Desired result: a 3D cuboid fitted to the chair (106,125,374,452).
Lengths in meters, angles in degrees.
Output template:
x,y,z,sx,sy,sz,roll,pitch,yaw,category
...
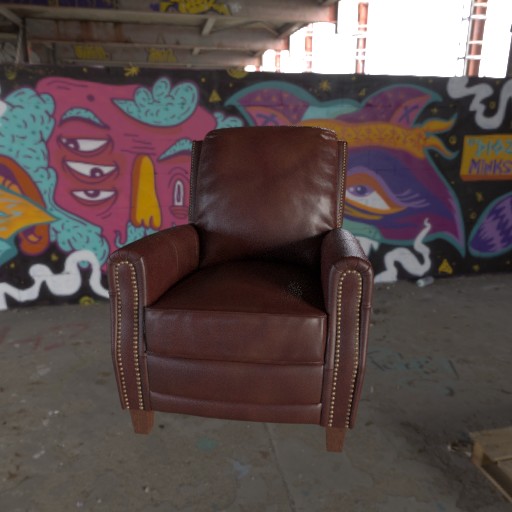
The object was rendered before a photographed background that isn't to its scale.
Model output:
x,y,z,sx,sy,sz,roll,pitch,yaw,category
0.000,0.000,1.789,0.826,1.022,1.089,2,16,8,chair
